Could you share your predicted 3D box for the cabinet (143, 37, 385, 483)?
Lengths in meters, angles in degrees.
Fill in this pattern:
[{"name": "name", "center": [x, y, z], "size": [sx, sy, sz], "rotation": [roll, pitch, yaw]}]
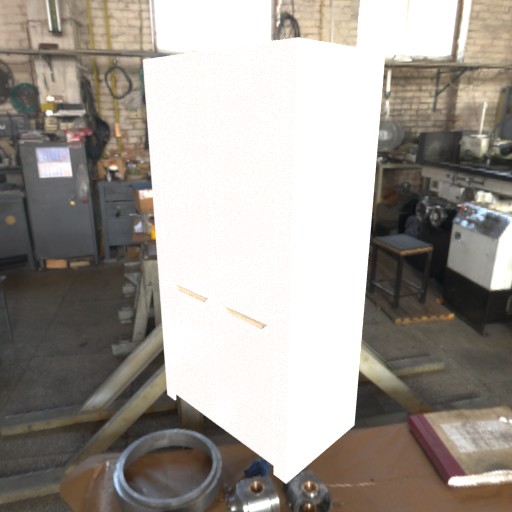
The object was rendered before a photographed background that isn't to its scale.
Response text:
[{"name": "cabinet", "center": [0.000, 0.000, 2.323], "size": [0.980, 1.920, 0.580], "rotation": [17, 25, 42]}]
